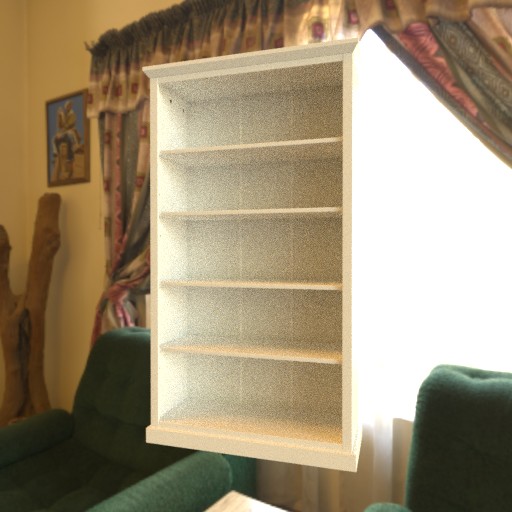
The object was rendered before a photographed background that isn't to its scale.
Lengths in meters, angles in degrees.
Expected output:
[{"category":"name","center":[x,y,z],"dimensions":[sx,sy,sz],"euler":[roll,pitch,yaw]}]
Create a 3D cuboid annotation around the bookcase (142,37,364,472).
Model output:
[{"category":"bookcase","center":[0.000,0.000,2.266],"dimensions":[1.050,1.880,0.432],"euler":[0,1,17]}]
